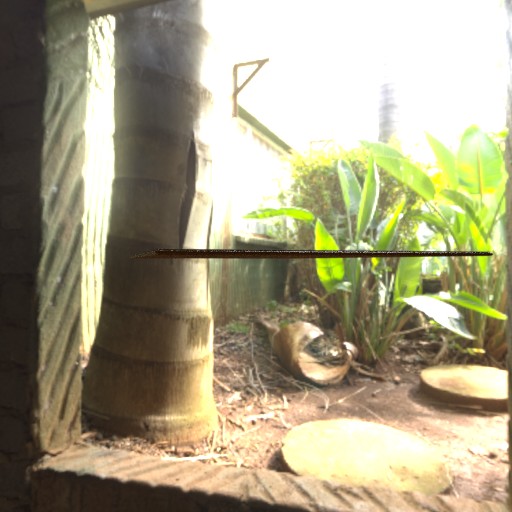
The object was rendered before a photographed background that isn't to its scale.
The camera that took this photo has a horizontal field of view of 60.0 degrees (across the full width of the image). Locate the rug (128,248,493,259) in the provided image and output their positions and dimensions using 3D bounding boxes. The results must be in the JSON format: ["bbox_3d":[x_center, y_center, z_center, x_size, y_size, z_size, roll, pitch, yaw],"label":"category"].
[{"bbox_3d":[0.000,0.000,1.066,0.557,0.008,0.863,0,-1,-18],"label":"rug"}]
